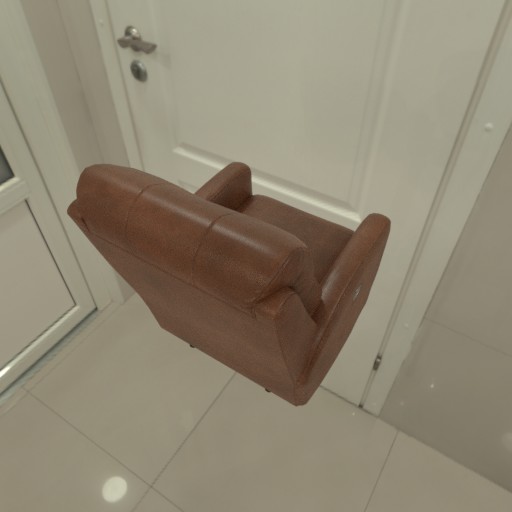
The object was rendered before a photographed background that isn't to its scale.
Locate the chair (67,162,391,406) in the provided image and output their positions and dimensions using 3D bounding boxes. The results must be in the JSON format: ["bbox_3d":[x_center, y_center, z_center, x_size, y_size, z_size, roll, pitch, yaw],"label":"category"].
[{"bbox_3d":[0.000,0.000,1.701,0.787,1.016,0.939,25,51,22],"label":"chair"}]
